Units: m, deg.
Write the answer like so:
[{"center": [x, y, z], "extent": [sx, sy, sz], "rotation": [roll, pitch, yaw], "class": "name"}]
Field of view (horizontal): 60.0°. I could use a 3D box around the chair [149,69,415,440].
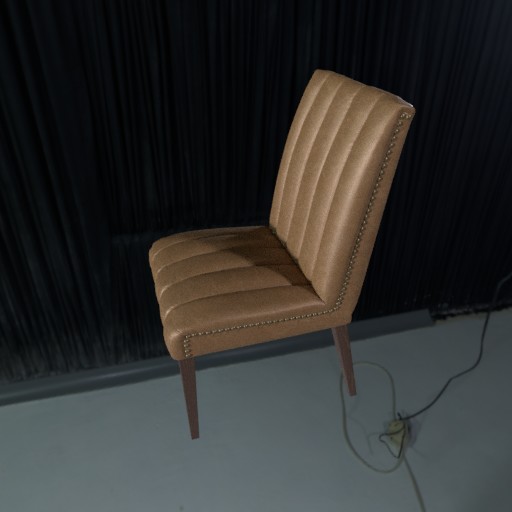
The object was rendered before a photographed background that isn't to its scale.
[{"center": [0.000, 0.000, 1.405], "extent": [0.647, 1.016, 0.511], "rotation": [-9, 33, -15], "class": "chair"}]
